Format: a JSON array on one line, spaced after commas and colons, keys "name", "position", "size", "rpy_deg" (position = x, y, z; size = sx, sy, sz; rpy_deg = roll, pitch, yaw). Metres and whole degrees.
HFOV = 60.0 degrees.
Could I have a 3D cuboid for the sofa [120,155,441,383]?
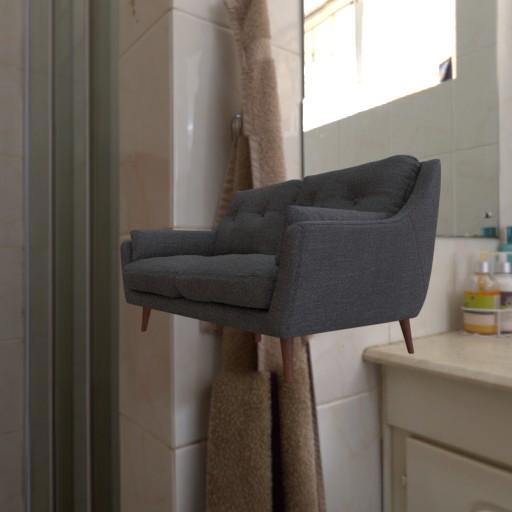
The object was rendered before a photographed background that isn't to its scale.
[{"name": "sofa", "position": [0.000, 0.000, 2.276], "size": [0.976, 0.887, 1.646], "rpy_deg": [0, -1, -36]}]
